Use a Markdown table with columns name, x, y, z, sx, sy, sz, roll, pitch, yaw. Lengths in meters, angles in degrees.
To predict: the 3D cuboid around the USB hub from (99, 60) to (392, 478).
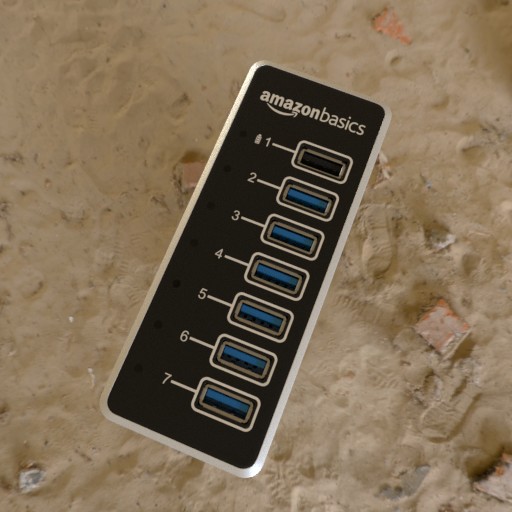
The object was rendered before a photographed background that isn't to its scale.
| name | x | y | z | sx | sy | sz | roll | pitch | yaw |
| --- | --- | --- | --- | --- | --- | --- | --- | --- | --- |
| USB hub | 0.000 | 0.000 | 0.131 | 0.044 | 0.023 | 0.110 | 21 | 78 | 5 |
